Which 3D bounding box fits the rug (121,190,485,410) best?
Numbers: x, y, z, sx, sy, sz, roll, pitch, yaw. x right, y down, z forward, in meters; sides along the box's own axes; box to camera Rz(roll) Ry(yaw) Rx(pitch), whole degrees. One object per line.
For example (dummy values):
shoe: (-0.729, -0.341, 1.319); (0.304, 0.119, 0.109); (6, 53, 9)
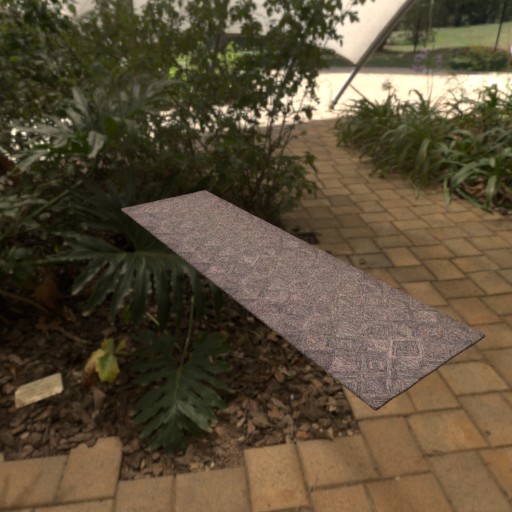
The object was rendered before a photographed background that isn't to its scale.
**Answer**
rug: (0.000, 0.000, 2.477); (0.691, 0.011, 2.296); (-18, 32, -32)
